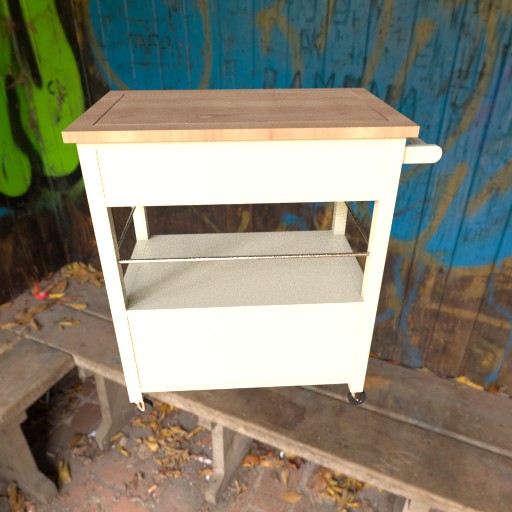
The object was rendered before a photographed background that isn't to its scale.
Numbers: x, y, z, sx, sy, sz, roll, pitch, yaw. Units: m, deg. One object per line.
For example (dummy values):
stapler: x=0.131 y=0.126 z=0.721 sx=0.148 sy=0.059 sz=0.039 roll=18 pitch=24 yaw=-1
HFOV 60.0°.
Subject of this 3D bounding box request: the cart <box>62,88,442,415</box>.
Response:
cart: x=0.000 y=0.000 z=1.371 sx=0.840 sy=0.901 sz=0.459 roll=-2 pitch=31 yaw=-3
